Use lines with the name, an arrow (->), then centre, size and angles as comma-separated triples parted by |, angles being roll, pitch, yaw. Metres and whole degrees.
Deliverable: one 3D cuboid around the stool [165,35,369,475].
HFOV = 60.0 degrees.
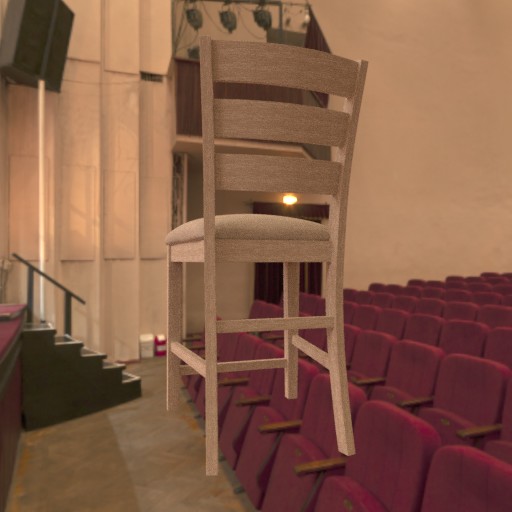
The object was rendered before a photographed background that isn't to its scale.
stool -> 0.000, 0.000, 1.320 | 0.484, 1.032, 0.569 | 0, -1, -17
